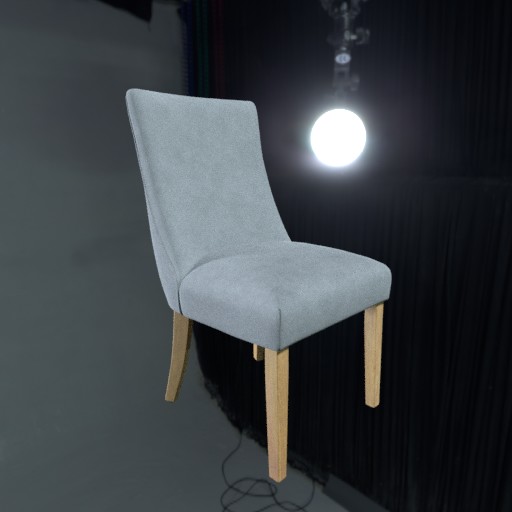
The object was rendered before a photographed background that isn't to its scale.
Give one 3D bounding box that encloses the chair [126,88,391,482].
[{"bbox_3d":[0.000,0.000,1.258,0.610,0.902,0.495,13,18,43],"label":"chair"}]
